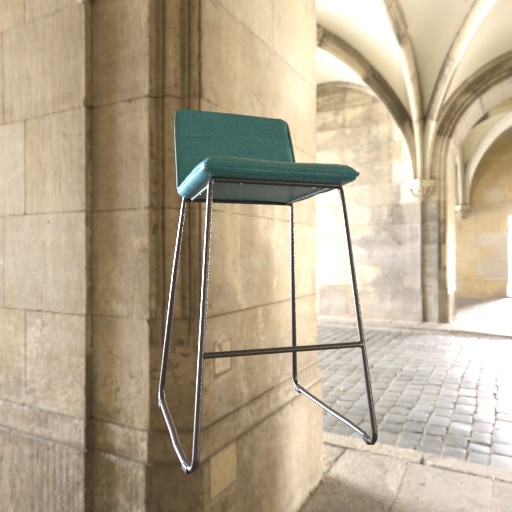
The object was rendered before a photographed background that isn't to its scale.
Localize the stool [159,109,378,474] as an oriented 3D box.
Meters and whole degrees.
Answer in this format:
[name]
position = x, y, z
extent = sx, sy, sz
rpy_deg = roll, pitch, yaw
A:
[stool]
position = 0.000, 0.000, 1.243
extent = 0.489, 0.936, 0.524
rpy_deg = 0, 0, -18
